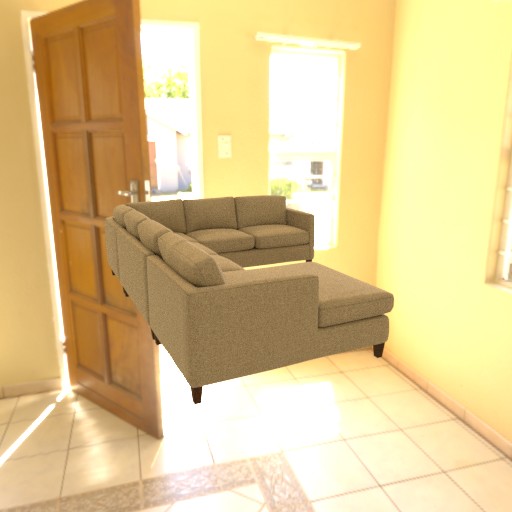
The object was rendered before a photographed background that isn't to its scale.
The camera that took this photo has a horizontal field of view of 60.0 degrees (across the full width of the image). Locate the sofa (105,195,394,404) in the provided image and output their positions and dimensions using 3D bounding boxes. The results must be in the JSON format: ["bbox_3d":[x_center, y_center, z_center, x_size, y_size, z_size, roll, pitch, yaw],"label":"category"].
[{"bbox_3d":[0.000,0.000,4.664,2.593,0.959,3.460,-6,15,-25],"label":"sofa"}]
